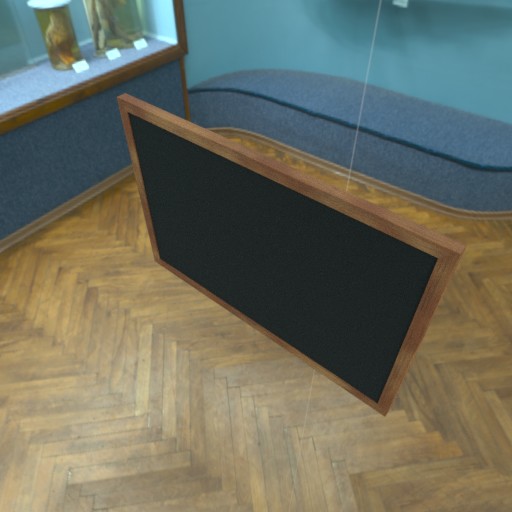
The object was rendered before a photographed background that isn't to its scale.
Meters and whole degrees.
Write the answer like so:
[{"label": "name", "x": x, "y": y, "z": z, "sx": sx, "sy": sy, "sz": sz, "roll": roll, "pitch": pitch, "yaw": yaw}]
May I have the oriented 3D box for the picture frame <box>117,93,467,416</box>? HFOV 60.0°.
[{"label": "picture frame", "x": 0.000, "y": 0.000, "z": 1.223, "sx": 0.950, "sy": 0.640, "sz": 0.029, "roll": 30, "pitch": 52, "yaw": 26}]
